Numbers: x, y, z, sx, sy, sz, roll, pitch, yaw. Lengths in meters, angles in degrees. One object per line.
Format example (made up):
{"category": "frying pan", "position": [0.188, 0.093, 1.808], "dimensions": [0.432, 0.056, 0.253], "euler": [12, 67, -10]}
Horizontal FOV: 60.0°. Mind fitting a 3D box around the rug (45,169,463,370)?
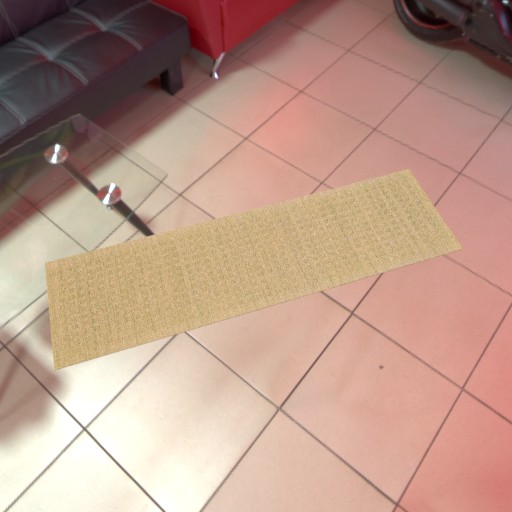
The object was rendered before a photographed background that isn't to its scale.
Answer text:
{"category": "rug", "position": [0.000, 0.000, 2.684], "dimensions": [2.437, 0.006, 0.686], "euler": [-15, 60, -9]}
